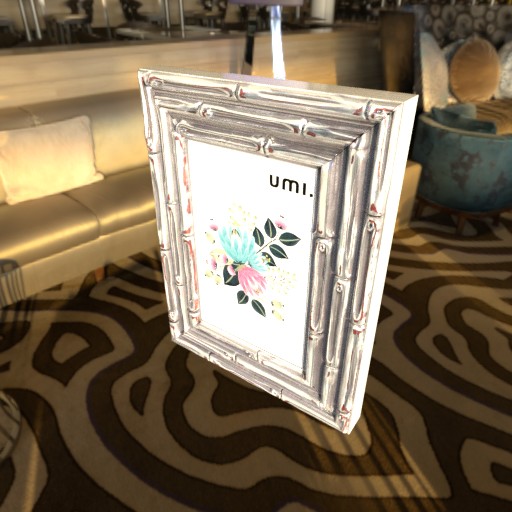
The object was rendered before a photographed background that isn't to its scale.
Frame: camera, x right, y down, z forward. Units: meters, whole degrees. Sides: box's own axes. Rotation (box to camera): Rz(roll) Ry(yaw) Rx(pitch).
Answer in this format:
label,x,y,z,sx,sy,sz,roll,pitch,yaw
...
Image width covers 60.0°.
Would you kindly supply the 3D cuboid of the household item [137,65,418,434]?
label,x,y,z,sx,sy,sz,roll,pitch,yaw
household item,0.000,0.000,0.289,0.165,0.216,0.025,20,36,30
